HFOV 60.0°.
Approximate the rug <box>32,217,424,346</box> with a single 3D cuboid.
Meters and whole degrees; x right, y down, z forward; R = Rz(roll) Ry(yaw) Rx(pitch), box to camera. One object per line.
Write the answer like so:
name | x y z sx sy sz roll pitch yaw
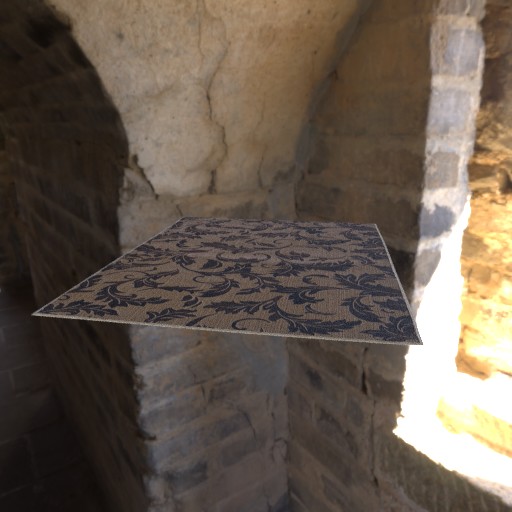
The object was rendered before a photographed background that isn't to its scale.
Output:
rug | 0.000 0.000 3.991 2.380 0.008 2.977 3 17 9
